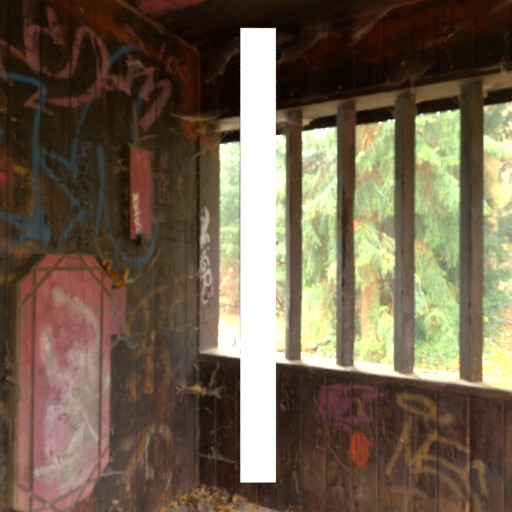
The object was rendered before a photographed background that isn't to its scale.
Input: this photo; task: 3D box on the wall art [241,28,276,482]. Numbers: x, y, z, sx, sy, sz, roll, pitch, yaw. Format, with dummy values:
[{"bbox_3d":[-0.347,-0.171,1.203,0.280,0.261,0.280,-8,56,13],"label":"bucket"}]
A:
[{"bbox_3d":[0.000,0.000,0.524,0.027,0.355,0.355,0,0,-1],"label":"wall art"}]
